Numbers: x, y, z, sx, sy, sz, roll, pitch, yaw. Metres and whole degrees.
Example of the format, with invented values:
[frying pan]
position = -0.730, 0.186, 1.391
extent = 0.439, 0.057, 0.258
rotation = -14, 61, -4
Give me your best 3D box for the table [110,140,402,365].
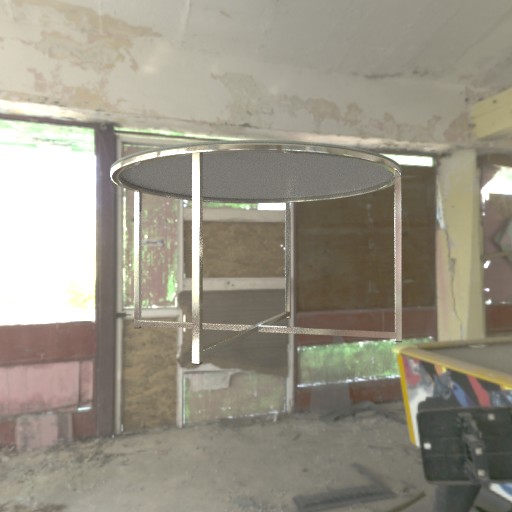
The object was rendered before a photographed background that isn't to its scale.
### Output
[table]
position = 0.000, 0.000, 1.278
extent = 0.800, 0.450, 0.800
rotation = 0, -1, 0
